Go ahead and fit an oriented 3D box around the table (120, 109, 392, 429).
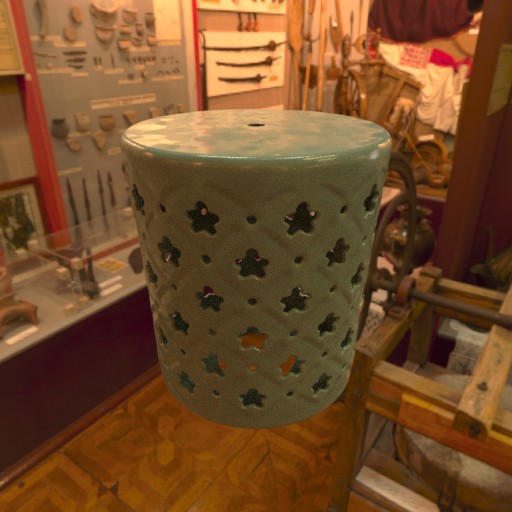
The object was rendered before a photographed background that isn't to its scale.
[{"bbox_3d":[0.000,0.000,0.671,0.352,0.387,0.352,0,26,0],"label":"table"}]
